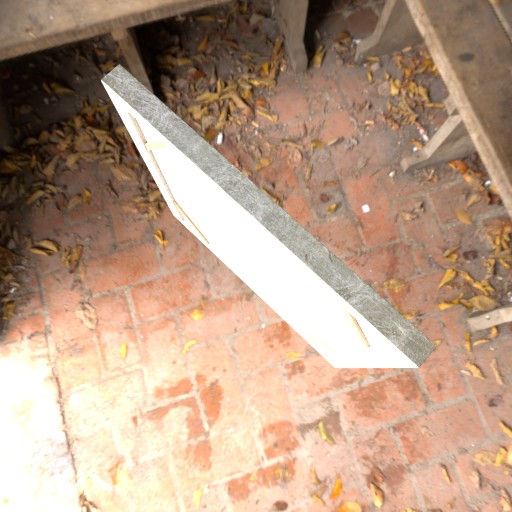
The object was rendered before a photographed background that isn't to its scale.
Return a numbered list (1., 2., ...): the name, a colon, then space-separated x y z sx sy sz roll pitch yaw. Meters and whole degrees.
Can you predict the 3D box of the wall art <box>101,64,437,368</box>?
1. wall art: 0.000 0.000 0.915 0.610 0.610 0.038 43 80 10
